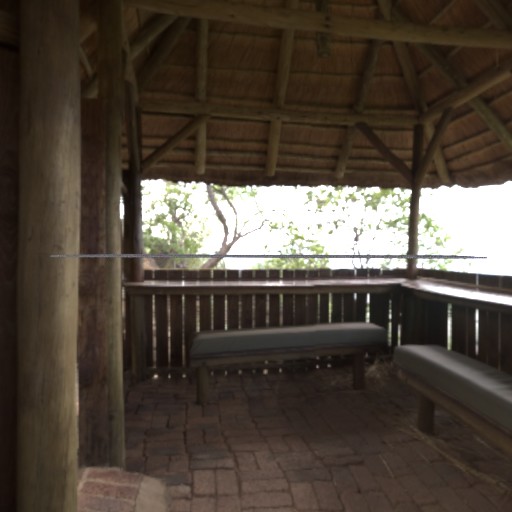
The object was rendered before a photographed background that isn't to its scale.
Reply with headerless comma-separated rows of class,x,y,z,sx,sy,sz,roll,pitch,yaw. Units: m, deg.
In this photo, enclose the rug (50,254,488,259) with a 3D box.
rug,0.000,0.000,2.042,1.827,0.012,0.553,0,1,17
